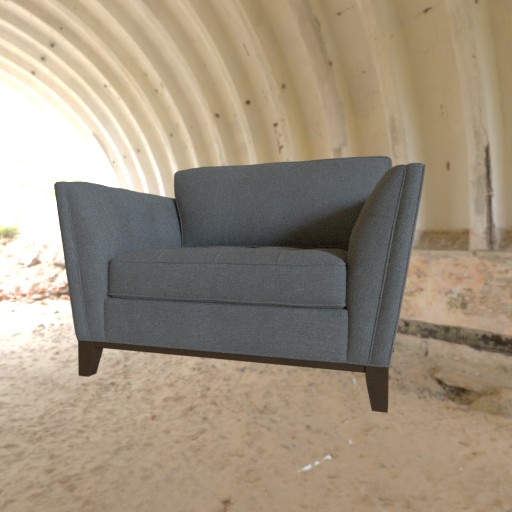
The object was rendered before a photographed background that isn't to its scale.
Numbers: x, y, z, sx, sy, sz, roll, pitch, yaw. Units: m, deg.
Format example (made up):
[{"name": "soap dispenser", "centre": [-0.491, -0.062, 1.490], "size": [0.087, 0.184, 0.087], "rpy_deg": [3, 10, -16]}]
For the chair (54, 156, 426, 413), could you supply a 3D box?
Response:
[{"name": "chair", "centre": [0.000, 0.000, 2.012], "size": [1.396, 0.942, 0.965], "rpy_deg": [1, 2, 19]}]
